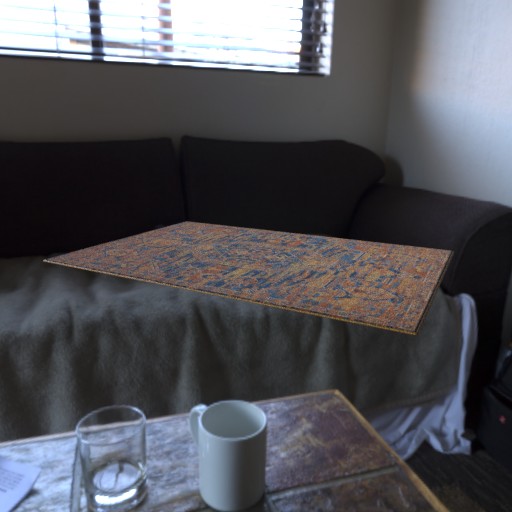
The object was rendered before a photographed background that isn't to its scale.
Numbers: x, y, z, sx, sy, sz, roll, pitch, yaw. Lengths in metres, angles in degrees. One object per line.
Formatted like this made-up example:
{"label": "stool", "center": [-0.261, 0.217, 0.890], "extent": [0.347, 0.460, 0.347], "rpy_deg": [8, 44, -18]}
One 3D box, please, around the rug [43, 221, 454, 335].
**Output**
{"label": "rug", "center": [0.000, 0.000, 2.256], "extent": [1.758, 0.013, 1.148], "rpy_deg": [8, 17, 27]}
